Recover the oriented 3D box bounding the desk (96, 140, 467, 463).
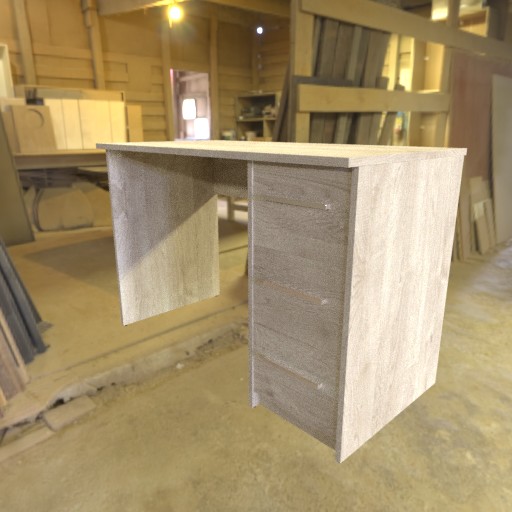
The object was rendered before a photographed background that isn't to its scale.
[{"bbox_3d":[0.000,0.000,1.517,0.560,0.735,1.097,-15,22,-42],"label":"desk"}]
